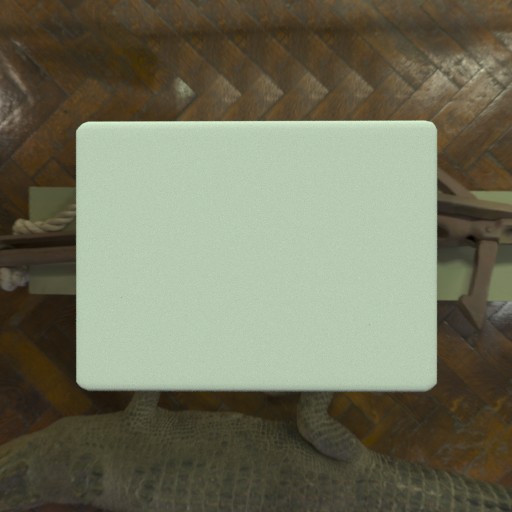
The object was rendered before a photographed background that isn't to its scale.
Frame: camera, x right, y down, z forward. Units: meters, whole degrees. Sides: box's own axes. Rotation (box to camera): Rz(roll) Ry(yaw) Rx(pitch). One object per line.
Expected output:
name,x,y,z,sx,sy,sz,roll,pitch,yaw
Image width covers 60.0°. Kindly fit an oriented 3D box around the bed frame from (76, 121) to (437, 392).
bed frame,0.000,0.000,2.804,2.037,0.677,1.528,0,90,1
